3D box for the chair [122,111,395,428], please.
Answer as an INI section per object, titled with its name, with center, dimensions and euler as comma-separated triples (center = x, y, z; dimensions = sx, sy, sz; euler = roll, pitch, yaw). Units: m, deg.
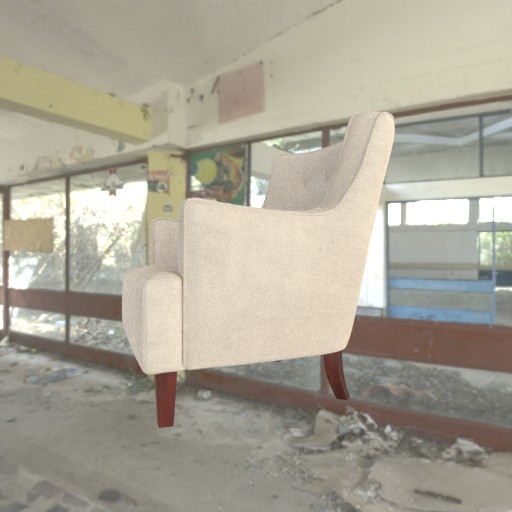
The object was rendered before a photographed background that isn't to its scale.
[chair]
center = 0.000, 0.000, 1.624
dimensions = 0.910, 0.920, 0.781
euler = 0, 0, -20
